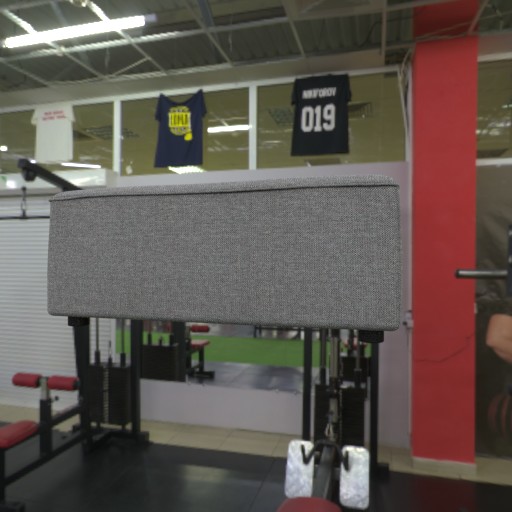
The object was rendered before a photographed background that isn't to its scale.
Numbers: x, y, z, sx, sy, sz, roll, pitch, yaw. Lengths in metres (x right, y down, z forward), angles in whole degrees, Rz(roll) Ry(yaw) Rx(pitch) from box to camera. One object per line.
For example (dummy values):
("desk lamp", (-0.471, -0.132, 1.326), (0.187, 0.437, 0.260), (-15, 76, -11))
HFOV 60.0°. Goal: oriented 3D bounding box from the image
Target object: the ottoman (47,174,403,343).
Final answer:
("ottoman", (0.000, 0.000, 1.638), (1.023, 0.423, 1.017), (0, 0, 18))
